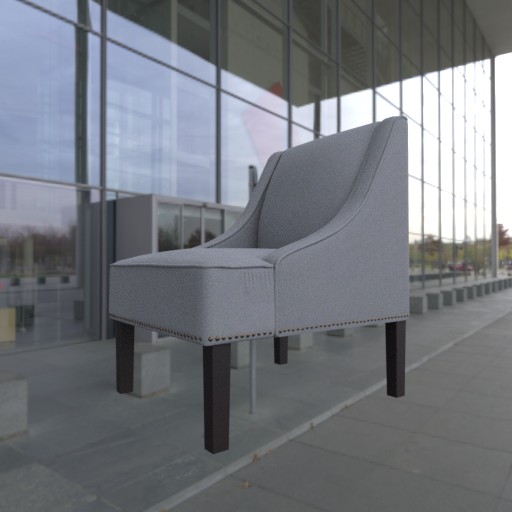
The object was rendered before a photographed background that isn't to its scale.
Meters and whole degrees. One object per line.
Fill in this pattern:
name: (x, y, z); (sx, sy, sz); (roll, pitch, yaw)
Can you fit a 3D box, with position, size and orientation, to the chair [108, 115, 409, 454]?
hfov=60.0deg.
chair: (0.000, 0.000, 1.399); (0.747, 0.867, 0.631); (1, -1, -37)
